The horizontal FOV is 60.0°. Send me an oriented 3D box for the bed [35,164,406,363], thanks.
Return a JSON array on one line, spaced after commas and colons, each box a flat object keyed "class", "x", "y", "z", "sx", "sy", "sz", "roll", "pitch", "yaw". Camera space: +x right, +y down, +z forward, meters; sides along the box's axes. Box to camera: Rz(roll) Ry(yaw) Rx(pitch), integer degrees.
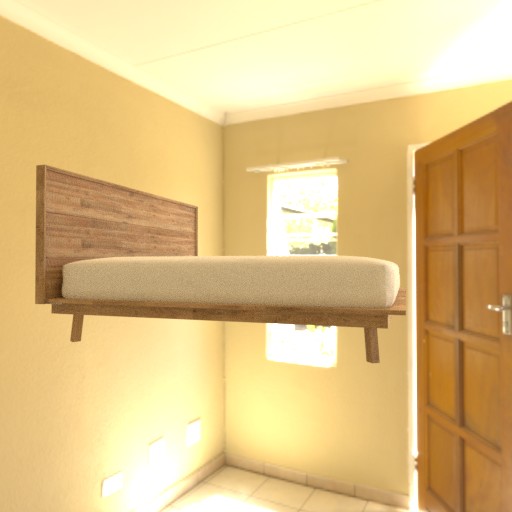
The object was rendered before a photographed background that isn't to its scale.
[{"class": "bed", "x": 0.000, "y": 0.000, "z": 3.387, "sx": 2.167, "sy": 1.100, "sz": 2.116, "roll": 0, "pitch": -1, "yaw": 19}]
